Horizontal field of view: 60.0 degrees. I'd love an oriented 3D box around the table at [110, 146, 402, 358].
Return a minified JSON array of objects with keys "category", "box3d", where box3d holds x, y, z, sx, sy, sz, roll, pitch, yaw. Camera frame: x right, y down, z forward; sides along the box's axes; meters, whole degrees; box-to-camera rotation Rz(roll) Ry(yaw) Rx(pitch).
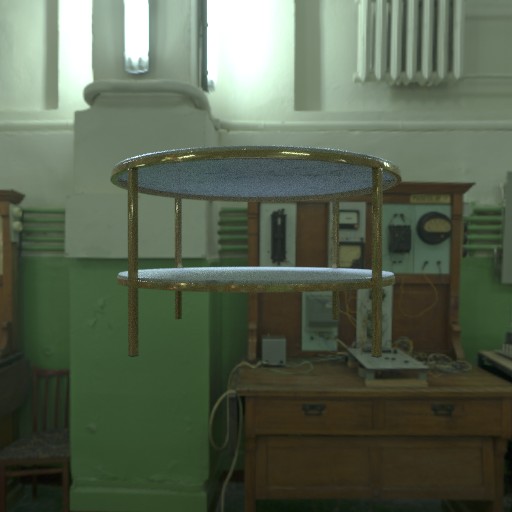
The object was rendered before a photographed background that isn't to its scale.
[{"category":"table","box3d":[0.000,0.000,1.283,0.800,0.450,0.800,0,1,0]}]
